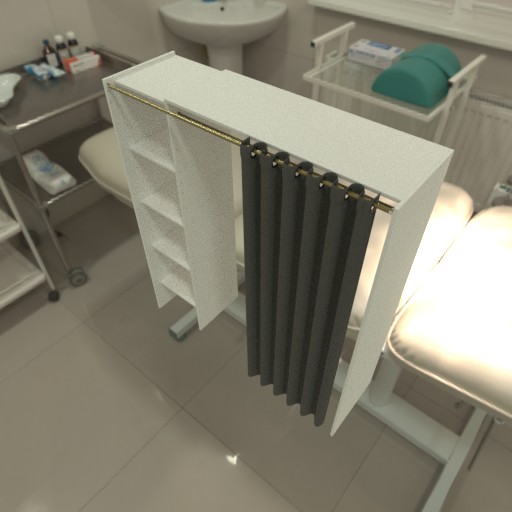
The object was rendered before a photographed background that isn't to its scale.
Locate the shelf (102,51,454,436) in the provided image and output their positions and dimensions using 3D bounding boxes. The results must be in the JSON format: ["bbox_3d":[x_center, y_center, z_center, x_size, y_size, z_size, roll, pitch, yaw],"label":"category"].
[{"bbox_3d":[0.000,0.000,2.594,1.600,1.810,0.500,30,52,27],"label":"shelf"}]
